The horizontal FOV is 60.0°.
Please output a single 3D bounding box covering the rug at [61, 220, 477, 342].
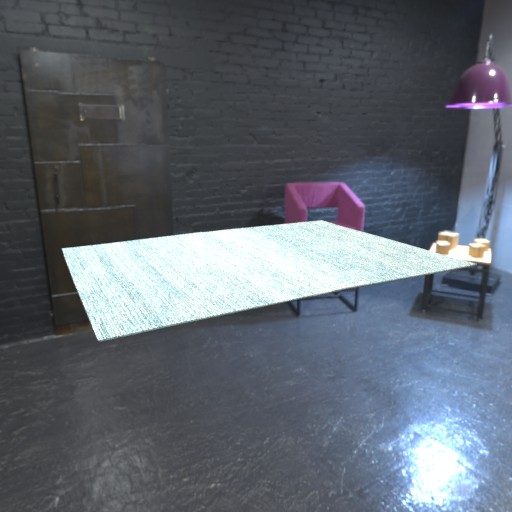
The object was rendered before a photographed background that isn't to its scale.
[{"bbox_3d":[0.000,0.000,2.932,2.260,0.026,1.611,-8,18,-26],"label":"rug"}]
